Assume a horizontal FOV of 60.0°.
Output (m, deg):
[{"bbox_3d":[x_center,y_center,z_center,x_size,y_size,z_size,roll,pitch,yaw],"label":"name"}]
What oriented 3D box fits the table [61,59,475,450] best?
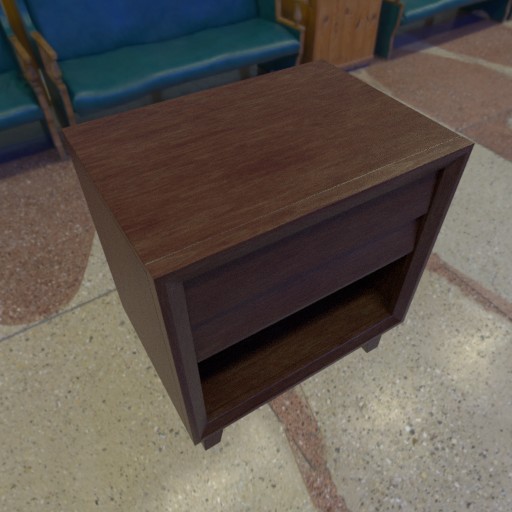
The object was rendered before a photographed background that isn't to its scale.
[{"bbox_3d":[0.000,0.000,0.965,0.557,0.609,0.449,-24,50,-22],"label":"table"}]
